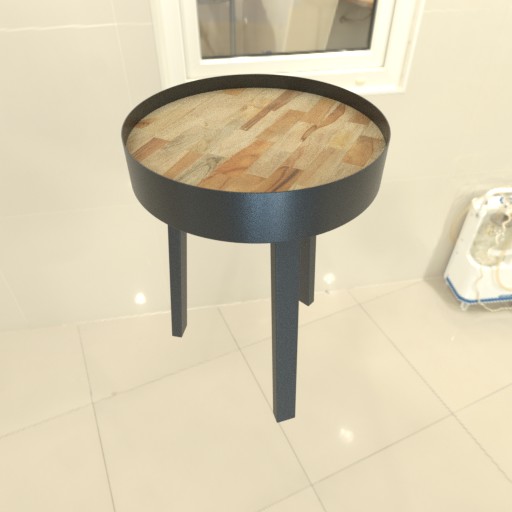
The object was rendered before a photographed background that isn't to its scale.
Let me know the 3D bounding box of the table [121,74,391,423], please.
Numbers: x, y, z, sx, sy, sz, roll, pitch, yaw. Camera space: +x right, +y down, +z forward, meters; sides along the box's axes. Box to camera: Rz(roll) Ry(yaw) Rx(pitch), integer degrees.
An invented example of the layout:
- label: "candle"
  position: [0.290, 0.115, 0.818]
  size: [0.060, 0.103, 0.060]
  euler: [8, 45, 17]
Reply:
- label: "table"
  position: [0.000, 0.000, 0.870]
  size: [0.406, 0.559, 0.406]
  euler: [0, 41, 0]
